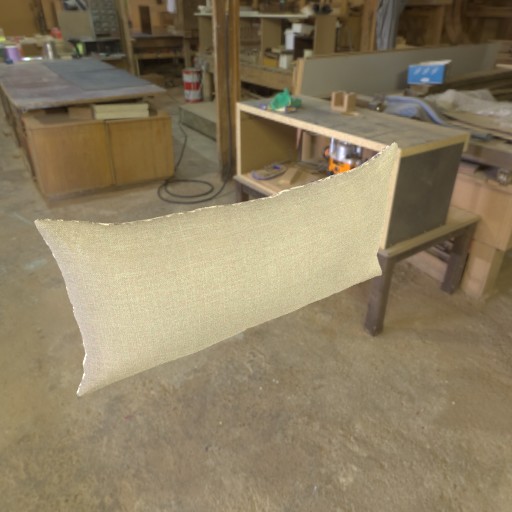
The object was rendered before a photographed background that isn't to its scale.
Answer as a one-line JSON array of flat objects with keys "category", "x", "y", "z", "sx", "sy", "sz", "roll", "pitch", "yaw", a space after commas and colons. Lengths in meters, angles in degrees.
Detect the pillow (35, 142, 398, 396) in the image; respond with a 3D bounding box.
[{"category": "pillow", "x": 0.000, "y": 0.000, "z": 0.734, "sx": 0.631, "sy": 0.290, "sz": 0.148, "roll": -18, "pitch": 35, "yaw": -27}]
